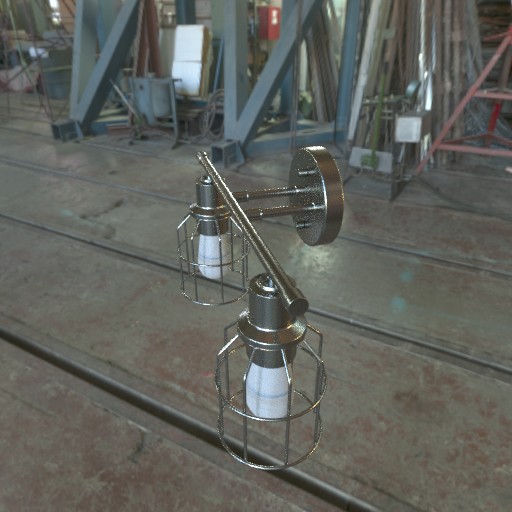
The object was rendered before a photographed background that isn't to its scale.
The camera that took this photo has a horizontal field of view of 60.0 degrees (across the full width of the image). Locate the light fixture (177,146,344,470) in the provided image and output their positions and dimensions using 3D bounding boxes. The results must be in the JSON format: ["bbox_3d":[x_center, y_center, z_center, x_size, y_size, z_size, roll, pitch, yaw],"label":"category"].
[{"bbox_3d":[0.000,0.000,0.543,0.165,0.254,0.406,-8,30,-14],"label":"light fixture"}]
